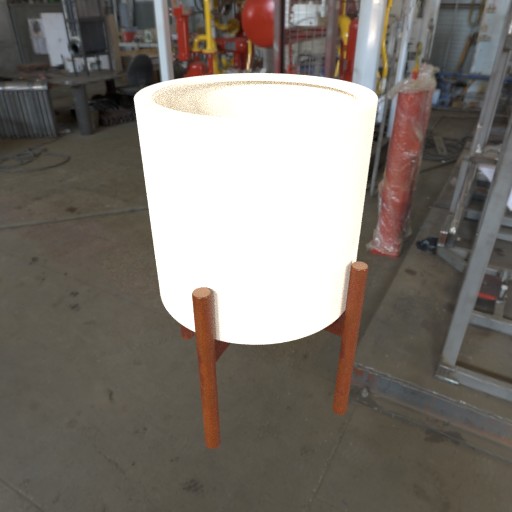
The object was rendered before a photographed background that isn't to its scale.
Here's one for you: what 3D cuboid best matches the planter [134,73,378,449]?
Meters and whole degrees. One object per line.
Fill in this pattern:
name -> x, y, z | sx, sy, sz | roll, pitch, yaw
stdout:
planter -> 0.000, 0.000, 0.949 | 0.417, 0.670, 0.417 | -8, 32, -14
